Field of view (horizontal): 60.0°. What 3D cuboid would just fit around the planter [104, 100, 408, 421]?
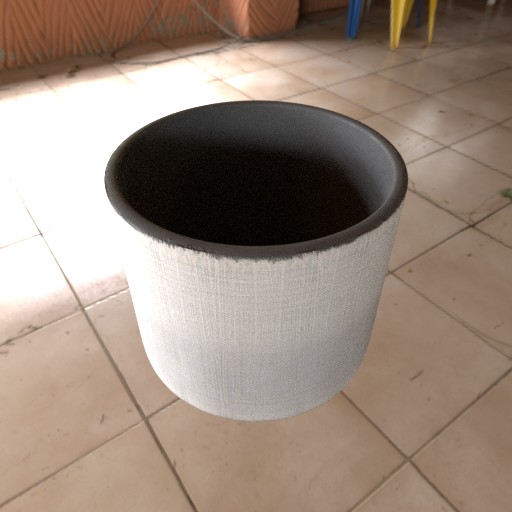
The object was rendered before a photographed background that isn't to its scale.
[{"bbox_3d":[0.000,0.000,0.445,0.254,0.221,0.254,0,41,0],"label":"planter"}]
